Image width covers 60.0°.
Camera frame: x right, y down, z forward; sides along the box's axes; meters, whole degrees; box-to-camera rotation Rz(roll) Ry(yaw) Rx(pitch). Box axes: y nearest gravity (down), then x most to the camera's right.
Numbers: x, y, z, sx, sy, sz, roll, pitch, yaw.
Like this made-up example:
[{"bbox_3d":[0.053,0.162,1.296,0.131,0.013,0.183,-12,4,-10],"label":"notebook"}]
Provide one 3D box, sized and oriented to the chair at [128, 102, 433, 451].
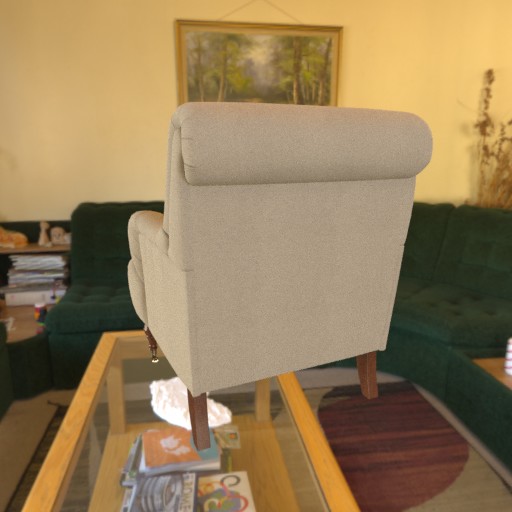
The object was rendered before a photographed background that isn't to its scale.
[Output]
[{"bbox_3d":[0.000,0.000,1.538,0.766,0.942,0.842,-6,15,-25],"label":"chair"}]
